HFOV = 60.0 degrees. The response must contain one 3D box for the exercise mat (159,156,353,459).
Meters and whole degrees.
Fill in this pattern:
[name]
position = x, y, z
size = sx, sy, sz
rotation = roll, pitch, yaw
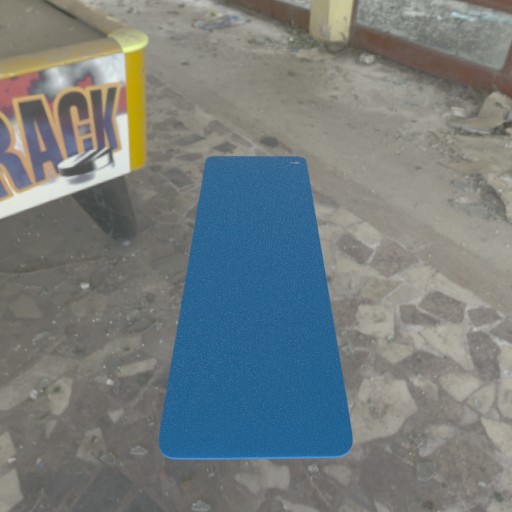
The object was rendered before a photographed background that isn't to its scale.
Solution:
[exercise mat]
position = 0.000, 0.000, 2.057
size = 0.616, 0.021, 1.869
rotation = 0, 42, 0
